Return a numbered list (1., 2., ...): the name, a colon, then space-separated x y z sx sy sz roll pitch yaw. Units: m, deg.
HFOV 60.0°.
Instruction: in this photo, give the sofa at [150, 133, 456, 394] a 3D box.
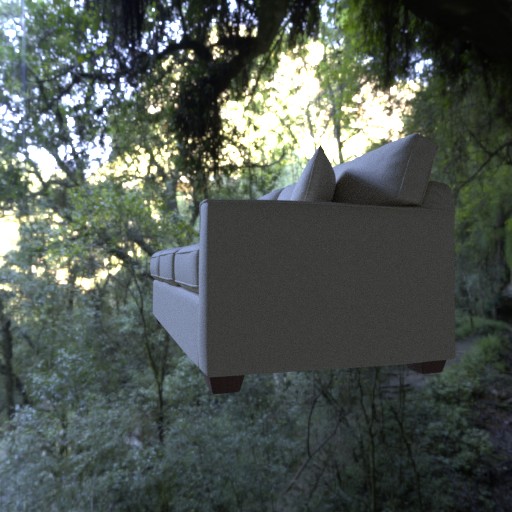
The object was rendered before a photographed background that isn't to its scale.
1. sofa: 0.000 0.000 2.504 1.034 0.946 1.963 0 -1 -18
